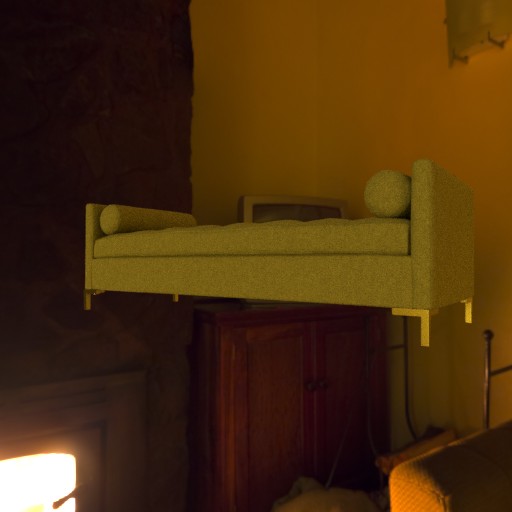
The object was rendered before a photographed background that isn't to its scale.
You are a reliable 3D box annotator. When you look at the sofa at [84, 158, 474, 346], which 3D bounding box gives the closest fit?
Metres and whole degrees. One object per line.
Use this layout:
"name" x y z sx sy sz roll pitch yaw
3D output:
"sofa" 0.000 0.000 2.459 2.102 0.657 0.797 -1 -1 36
